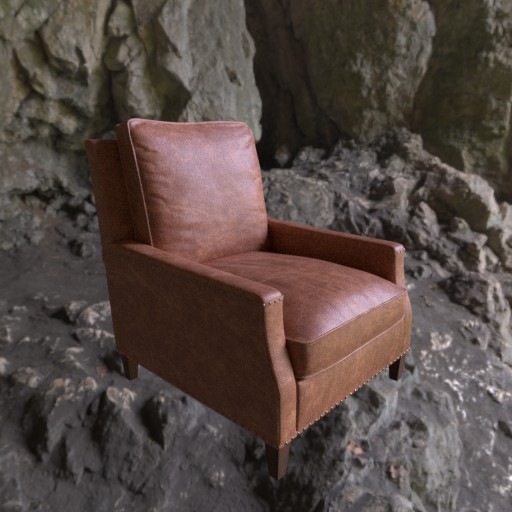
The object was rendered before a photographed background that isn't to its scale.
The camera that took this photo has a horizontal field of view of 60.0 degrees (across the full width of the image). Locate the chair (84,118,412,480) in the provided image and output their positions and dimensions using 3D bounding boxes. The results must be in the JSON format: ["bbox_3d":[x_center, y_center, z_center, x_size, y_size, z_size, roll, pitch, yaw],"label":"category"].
[{"bbox_3d":[0.000,0.000,1.768,1.035,1.054,0.854,14,20,42],"label":"chair"}]
